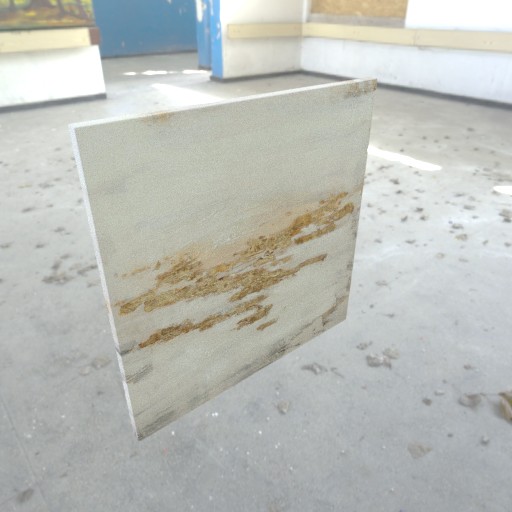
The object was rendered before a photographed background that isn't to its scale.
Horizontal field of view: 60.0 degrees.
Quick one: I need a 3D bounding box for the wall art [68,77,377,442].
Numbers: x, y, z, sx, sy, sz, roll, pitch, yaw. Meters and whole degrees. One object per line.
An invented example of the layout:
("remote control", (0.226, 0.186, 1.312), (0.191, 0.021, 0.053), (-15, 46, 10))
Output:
("wall art", (0.000, 0.000, 1.477), (1.015, 1.018, 0.040), (-22, 37, -33))
